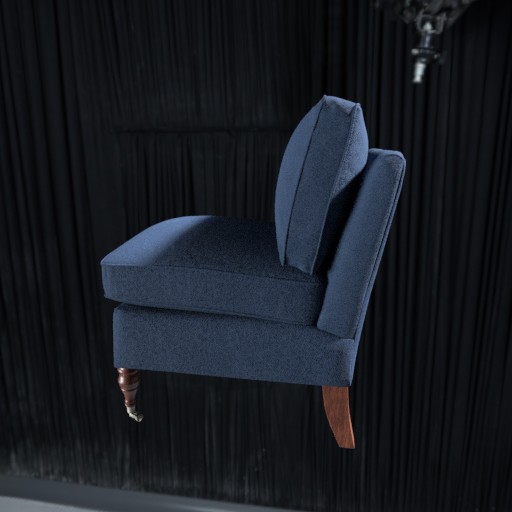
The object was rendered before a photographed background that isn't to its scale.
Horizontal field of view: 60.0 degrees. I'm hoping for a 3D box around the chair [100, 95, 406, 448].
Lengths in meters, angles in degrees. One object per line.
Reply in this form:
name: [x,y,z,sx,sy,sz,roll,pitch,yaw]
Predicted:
chair: [0.000,0.000,1.639,0.912,1.052,0.724,2,14,9]
